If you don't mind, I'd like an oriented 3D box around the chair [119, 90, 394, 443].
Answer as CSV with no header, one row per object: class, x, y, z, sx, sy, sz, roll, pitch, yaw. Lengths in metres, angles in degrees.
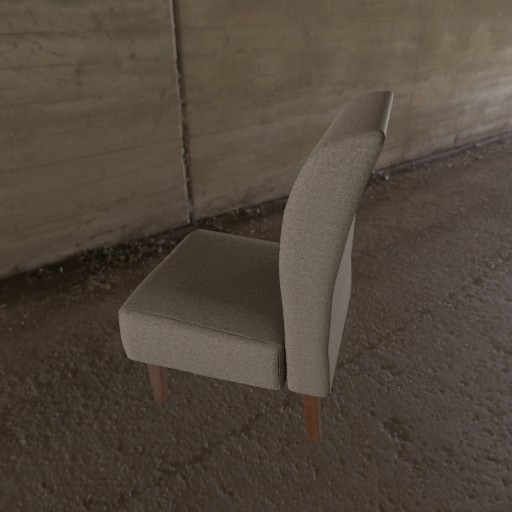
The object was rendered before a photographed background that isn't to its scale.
chair,0.000,0.000,1.186,0.592,0.804,0.513,8,30,14
